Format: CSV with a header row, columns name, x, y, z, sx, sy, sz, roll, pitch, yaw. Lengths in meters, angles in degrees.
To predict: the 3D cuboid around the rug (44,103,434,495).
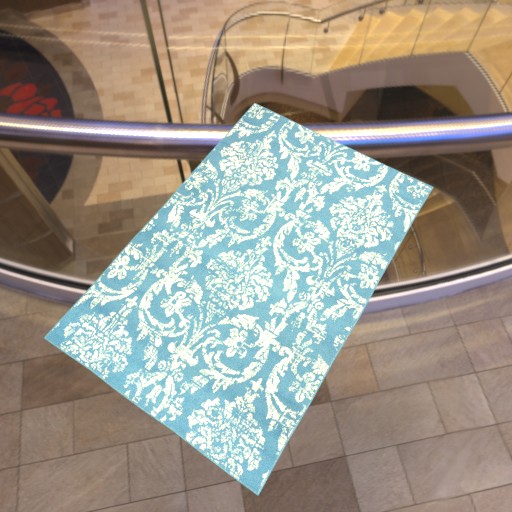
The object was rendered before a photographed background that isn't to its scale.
name,x,y,z,sx,sy,sz,roll,pitch,yaw
rug,0.000,0.000,2.305,1.211,0.012,1.833,30,66,15
